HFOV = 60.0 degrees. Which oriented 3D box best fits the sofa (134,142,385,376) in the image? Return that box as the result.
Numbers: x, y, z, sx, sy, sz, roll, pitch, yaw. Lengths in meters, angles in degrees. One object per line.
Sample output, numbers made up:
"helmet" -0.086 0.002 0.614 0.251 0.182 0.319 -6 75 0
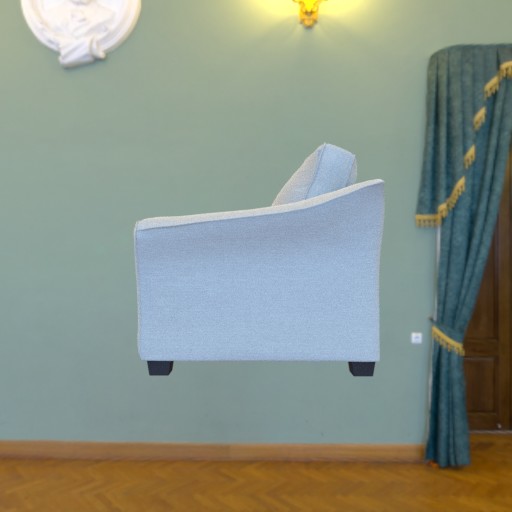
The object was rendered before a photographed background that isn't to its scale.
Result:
"sofa" 0.000 0.000 2.770 0.980 0.965 2.270 0 0 0
